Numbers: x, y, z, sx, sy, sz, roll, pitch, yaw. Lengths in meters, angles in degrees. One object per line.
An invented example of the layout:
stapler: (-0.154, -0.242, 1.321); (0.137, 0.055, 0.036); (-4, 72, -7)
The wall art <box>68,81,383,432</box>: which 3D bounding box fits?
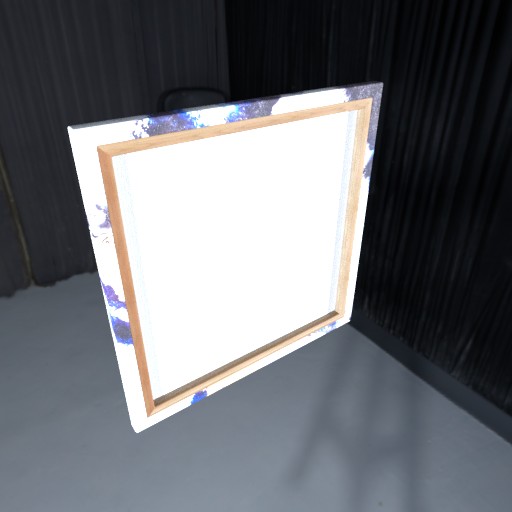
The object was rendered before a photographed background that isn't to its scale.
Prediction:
wall art: (0.000, 0.000, 1.306); (0.887, 0.885, 0.038); (-20, 36, -30)
